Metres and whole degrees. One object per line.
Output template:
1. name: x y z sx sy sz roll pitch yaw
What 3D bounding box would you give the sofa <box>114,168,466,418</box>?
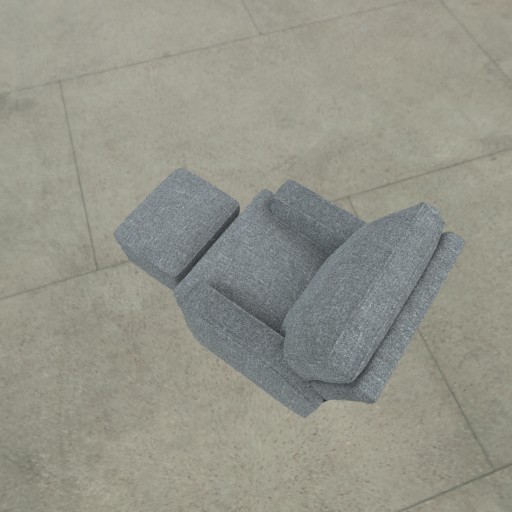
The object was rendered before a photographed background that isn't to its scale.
1. sofa: 0.000 0.000 2.086 1.472 0.959 0.861 32 67 16
